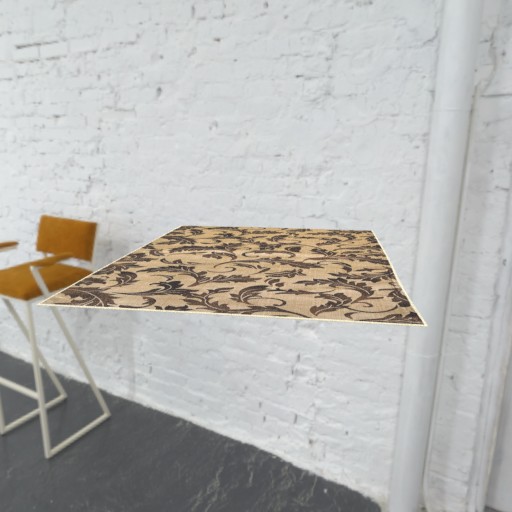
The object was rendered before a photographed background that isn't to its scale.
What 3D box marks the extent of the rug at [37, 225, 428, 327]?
[{"bbox_3d":[0.000,0.000,4.048,2.380,0.008,2.977,2,14,8],"label":"rug"}]
